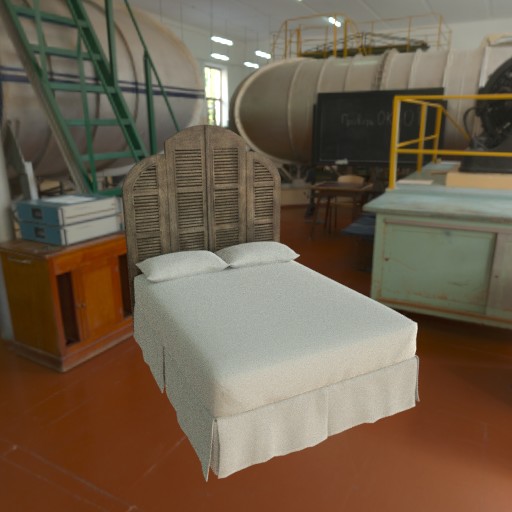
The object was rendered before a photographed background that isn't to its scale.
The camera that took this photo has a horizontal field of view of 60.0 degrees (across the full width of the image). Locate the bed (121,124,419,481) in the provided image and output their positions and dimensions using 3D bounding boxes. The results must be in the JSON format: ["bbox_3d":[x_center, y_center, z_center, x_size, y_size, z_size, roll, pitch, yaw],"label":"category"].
[{"bbox_3d":[0.000,0.000,3.554,1.713,2.019,2.138,-8,18,-26],"label":"bed"}]
